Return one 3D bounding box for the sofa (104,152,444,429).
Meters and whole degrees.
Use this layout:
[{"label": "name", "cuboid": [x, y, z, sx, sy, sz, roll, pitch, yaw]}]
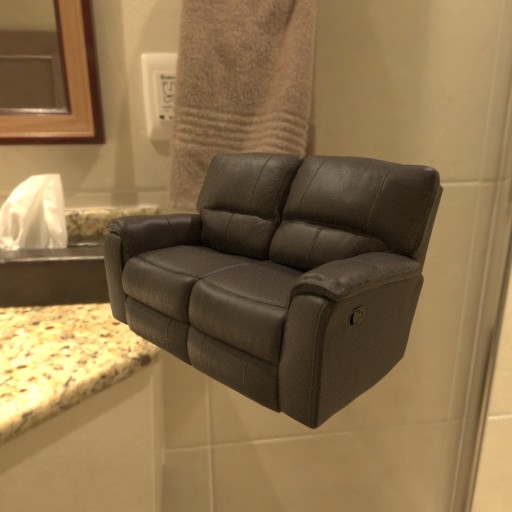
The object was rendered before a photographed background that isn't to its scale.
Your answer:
[{"label": "sofa", "cuboid": [0.000, 0.000, 2.540, 1.765, 1.111, 1.104, 15, 22, 42]}]
